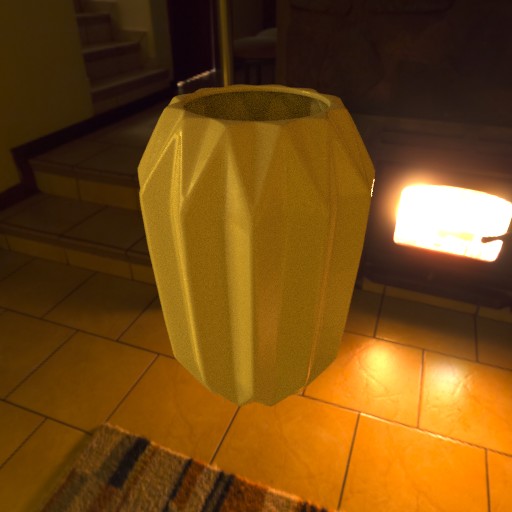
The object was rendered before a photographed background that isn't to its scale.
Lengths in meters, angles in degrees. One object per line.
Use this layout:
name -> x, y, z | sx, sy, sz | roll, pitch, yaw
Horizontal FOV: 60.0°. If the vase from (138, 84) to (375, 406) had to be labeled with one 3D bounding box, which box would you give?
vase -> 0.000, 0.000, 0.406 | 0.195, 0.275, 0.195 | 0, 32, 0
